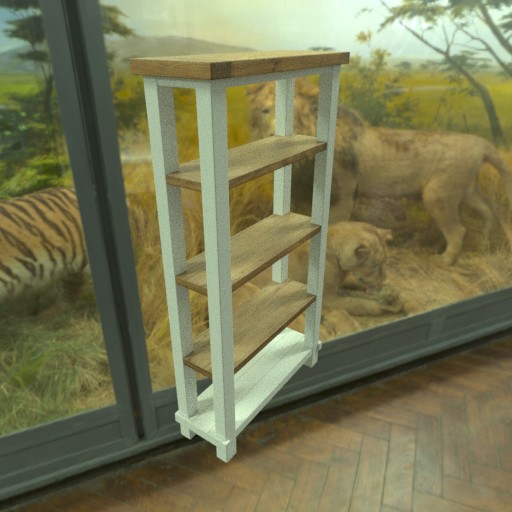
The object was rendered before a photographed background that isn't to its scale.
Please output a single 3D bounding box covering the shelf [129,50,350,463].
[{"bbox_3d":[0.000,0.000,2.269,0.381,1.878,1.022,18,32,31],"label":"shelf"}]
